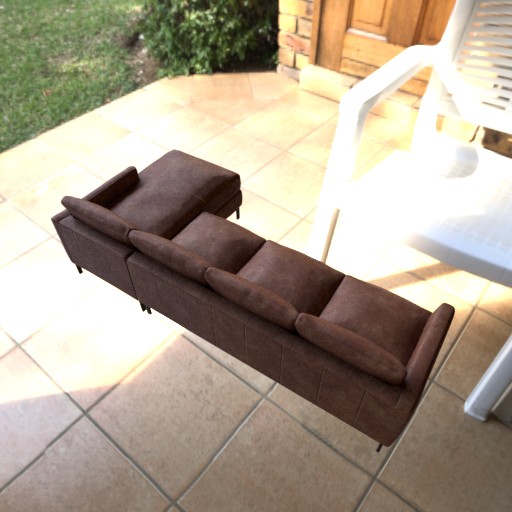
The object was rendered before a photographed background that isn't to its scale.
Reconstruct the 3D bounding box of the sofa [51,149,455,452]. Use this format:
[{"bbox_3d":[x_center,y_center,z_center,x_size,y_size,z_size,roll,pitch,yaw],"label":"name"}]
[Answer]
[{"bbox_3d":[0.000,0.000,3.553,2.993,0.859,1.471,25,51,22],"label":"sofa"}]
